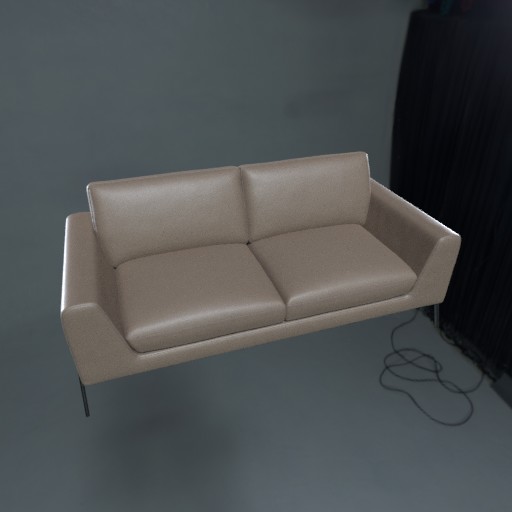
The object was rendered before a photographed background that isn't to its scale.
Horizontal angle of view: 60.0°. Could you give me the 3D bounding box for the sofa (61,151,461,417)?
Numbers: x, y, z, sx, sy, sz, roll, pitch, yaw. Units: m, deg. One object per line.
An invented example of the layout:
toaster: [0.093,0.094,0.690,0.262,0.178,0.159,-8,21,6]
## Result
sofa: [0.000,0.000,2.530,2.017,0.875,0.953,-10,32,-16]
